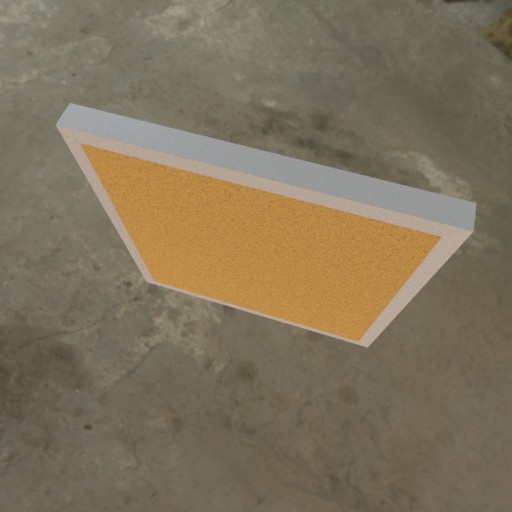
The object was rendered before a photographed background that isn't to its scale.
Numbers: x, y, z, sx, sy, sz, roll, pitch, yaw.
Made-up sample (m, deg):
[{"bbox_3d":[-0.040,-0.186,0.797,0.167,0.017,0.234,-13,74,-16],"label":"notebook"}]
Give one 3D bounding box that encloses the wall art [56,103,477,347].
[{"bbox_3d":[0.000,0.000,1.910,1.289,1.291,0.098,16,65,7],"label":"wall art"}]
